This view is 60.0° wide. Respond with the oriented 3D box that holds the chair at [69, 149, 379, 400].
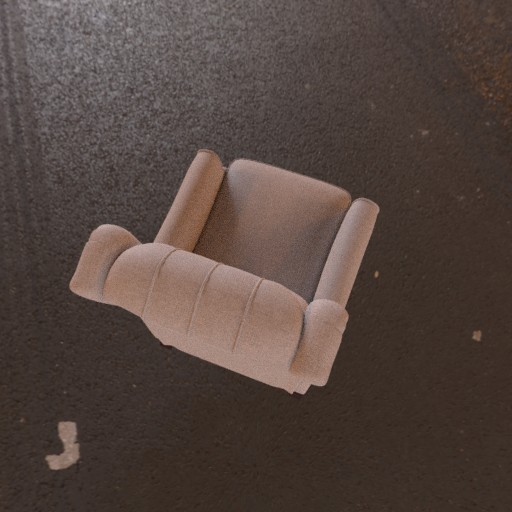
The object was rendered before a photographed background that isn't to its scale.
[{"bbox_3d":[0.000,0.000,1.621,0.742,1.035,0.902,19,66,9],"label":"chair"}]
